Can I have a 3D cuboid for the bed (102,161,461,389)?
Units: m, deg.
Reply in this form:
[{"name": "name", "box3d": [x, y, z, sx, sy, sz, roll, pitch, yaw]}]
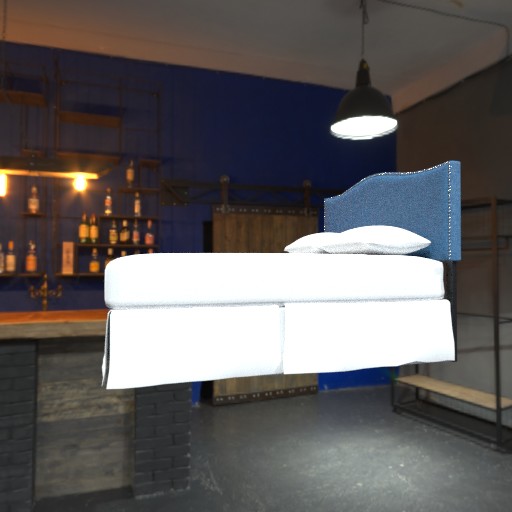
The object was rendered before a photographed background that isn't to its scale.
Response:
[{"name": "bed", "box3d": [0.000, 0.000, 2.904, 1.872, 1.169, 1.610, 0, -1, -17]}]
